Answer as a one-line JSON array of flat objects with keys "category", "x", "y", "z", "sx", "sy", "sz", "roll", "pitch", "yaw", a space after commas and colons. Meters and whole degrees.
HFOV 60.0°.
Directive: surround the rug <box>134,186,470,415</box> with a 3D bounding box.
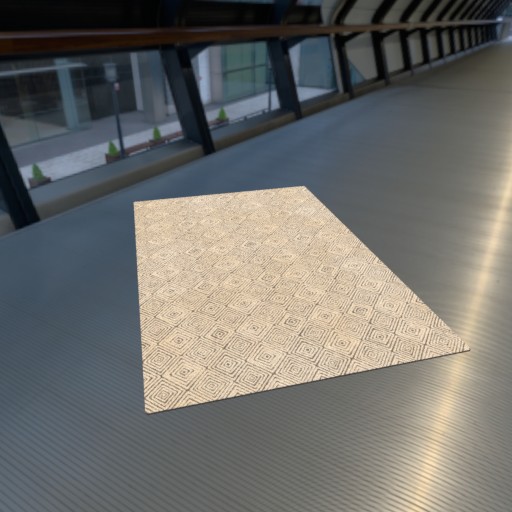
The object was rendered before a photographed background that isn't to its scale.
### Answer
[{"category": "rug", "x": 0.000, "y": 0.000, "z": 2.258, "sx": 1.175, "sy": 0.008, "sz": 1.783, "roll": -7, "pitch": 30, "yaw": -13}]
